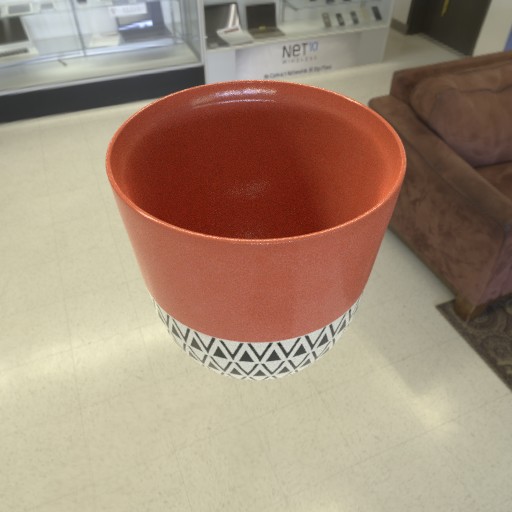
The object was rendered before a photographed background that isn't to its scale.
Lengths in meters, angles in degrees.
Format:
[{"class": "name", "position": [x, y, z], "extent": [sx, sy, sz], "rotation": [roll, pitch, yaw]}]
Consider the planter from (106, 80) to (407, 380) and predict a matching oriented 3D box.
[{"class": "planter", "position": [0.000, 0.000, 0.369], "extent": [0.195, 0.214, 0.195], "rotation": [0, 45, 0]}]
